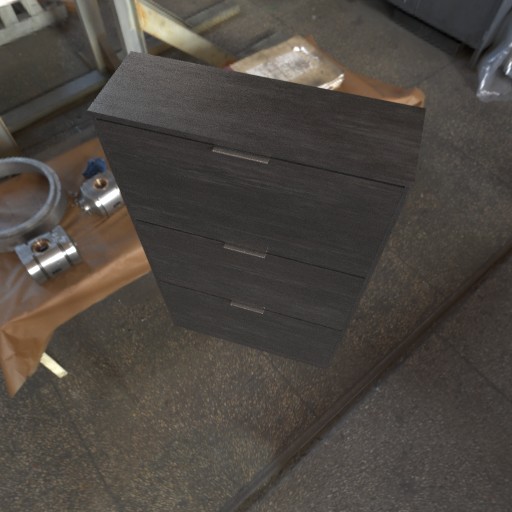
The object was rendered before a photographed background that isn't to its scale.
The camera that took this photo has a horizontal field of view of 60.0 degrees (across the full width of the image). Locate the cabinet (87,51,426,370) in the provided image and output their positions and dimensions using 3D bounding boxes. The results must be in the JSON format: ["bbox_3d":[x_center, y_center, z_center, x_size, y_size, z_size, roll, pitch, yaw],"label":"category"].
[{"bbox_3d":[0.000,0.000,1.569,0.750,1.280,0.250,15,60,9],"label":"cabinet"}]
